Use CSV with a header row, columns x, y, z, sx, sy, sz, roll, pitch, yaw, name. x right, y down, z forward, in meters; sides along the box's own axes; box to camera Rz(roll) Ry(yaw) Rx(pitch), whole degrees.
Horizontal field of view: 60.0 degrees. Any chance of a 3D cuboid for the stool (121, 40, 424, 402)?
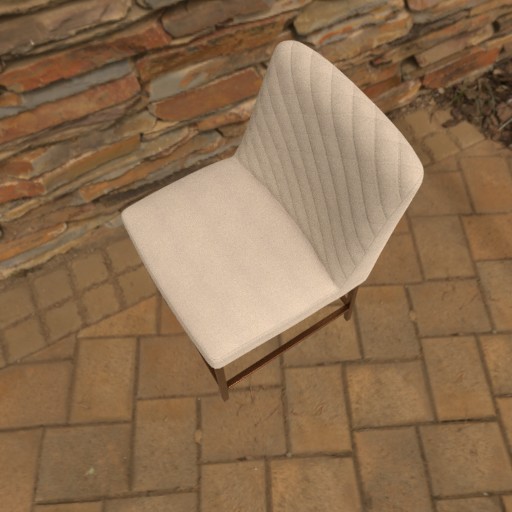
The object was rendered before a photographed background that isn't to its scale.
x,y,z,sx,sy,sz,roll,pitch,yaw,name
0.000,0.000,1.288,0.576,0.973,0.507,-30,68,-14,stool
